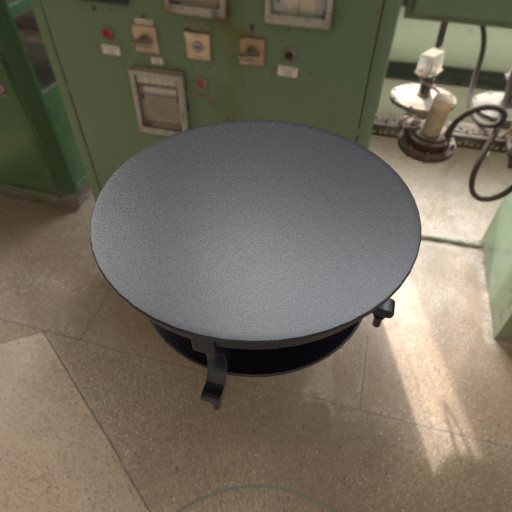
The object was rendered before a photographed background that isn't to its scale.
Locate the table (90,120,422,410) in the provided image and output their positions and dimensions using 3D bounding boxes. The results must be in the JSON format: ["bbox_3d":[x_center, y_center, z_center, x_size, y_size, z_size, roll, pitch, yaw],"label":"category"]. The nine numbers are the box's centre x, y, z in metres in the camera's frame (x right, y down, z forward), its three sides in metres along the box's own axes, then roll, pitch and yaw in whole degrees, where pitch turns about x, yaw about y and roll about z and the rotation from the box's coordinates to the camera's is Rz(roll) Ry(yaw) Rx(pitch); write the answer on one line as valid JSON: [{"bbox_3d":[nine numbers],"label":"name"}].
[{"bbox_3d":[0.000,0.000,1.588,1.029,0.491,1.029,0,47,0],"label":"table"}]
